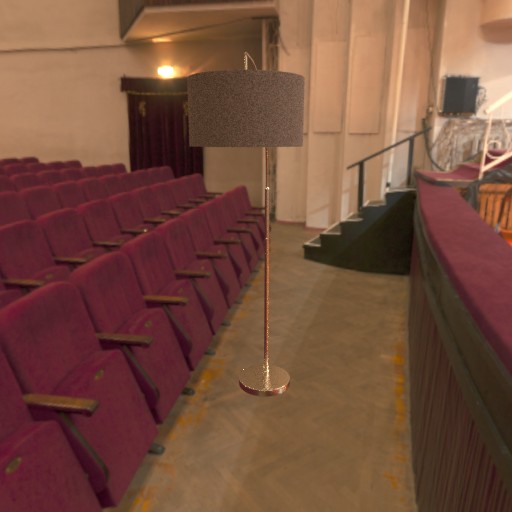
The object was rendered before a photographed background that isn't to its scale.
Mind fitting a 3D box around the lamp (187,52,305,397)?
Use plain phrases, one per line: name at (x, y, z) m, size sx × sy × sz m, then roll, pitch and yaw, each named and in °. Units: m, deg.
lamp at (0.000, 0.000, 2.145) m, size 0.452 × 1.735 × 0.934 m, roll 2°, pitch 15°, yaw 9°
